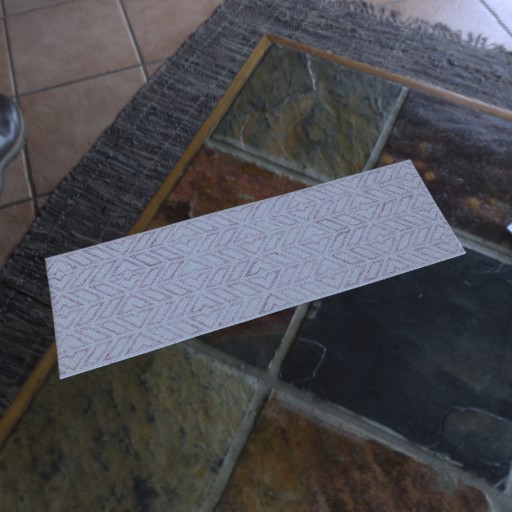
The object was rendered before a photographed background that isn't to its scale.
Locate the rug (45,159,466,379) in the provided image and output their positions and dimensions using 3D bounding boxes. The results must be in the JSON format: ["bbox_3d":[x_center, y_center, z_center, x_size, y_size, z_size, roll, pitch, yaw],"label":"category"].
[{"bbox_3d":[0.000,0.000,2.679,2.435,0.009,0.750,-16,65,-8],"label":"rug"}]
